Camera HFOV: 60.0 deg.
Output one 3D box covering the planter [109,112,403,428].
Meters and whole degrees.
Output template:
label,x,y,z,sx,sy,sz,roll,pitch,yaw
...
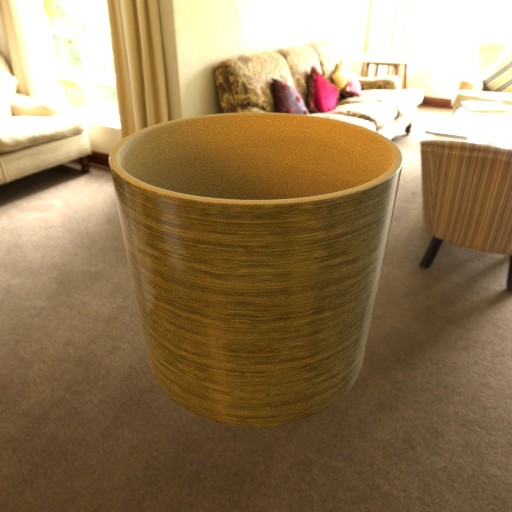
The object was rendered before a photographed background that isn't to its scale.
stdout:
label,x,y,z,sx,sy,sz,roll,pitch,yaw
planter,0.000,0.000,0.398,0.221,0.201,0.221,0,31,0
